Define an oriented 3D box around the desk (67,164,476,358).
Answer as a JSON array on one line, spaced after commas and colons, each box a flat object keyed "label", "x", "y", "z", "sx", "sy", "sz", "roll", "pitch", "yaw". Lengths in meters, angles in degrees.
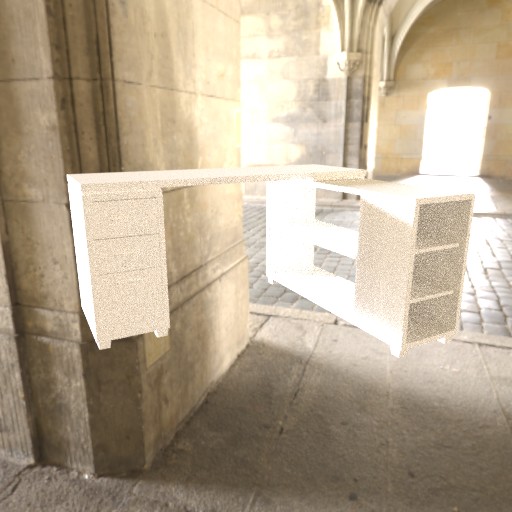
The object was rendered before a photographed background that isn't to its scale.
[{"label": "desk", "x": 0.000, "y": 0.000, "z": 2.175, "sx": 1.524, "sy": 0.759, "sz": 1.199, "roll": -8, "pitch": 18, "yaw": -27}]
